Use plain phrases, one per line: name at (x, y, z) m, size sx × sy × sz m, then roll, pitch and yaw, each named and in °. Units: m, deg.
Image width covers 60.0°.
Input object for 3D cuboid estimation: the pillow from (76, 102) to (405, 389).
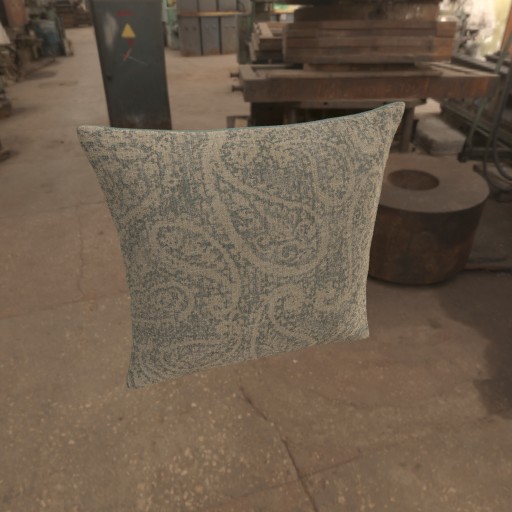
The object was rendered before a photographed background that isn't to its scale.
pillow at (0.000, 0.000, 0.804) m, size 0.526 × 0.507 × 0.166 m, roll -9°, pitch 32°, yaw -15°
